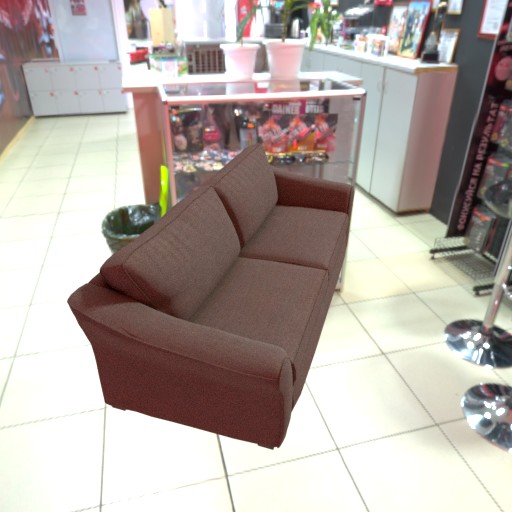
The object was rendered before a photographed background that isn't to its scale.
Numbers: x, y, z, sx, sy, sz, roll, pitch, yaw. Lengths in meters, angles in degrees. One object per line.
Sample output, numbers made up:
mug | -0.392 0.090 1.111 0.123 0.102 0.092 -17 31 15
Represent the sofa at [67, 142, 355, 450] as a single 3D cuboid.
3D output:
sofa | 0.000 0.000 2.808 0.986 0.906 2.270 9 31 16
